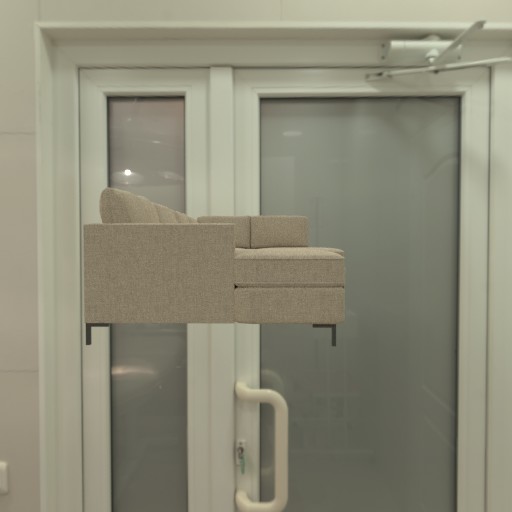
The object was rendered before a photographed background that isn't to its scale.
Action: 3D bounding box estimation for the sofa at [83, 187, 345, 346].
[{"bbox_3d":[0.000,0.000,4.304,2.021,0.996,3.423,0,1,1],"label":"sofa"}]
